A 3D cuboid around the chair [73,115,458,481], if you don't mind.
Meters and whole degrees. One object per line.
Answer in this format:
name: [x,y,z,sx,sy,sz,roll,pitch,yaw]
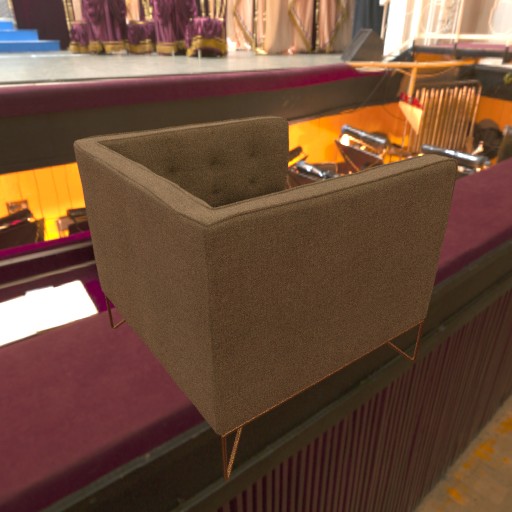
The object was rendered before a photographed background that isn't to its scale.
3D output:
chair: [0.000,0.000,1.601,0.912,0.799,0.920,-19,33,-32]
